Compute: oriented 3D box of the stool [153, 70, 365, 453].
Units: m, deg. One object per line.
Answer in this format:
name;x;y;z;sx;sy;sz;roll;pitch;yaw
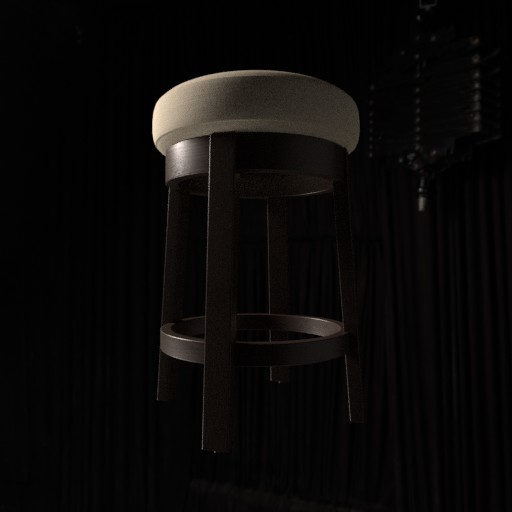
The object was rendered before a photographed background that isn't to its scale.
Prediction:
stool;0.000;0.000;0.944;0.449;0.655;0.449;0;0;0
